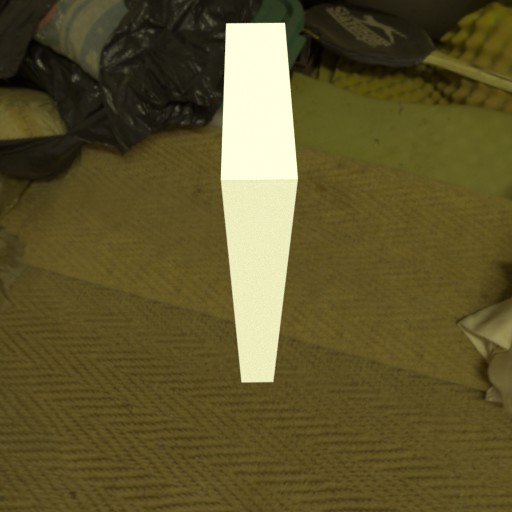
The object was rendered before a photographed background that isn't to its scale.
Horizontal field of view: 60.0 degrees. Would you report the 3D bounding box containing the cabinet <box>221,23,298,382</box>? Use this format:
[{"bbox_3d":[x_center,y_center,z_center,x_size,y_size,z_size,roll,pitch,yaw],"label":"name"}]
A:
[{"bbox_3d":[0.000,0.000,1.988,0.192,1.770,0.643,-1,59,0],"label":"cabinet"}]
